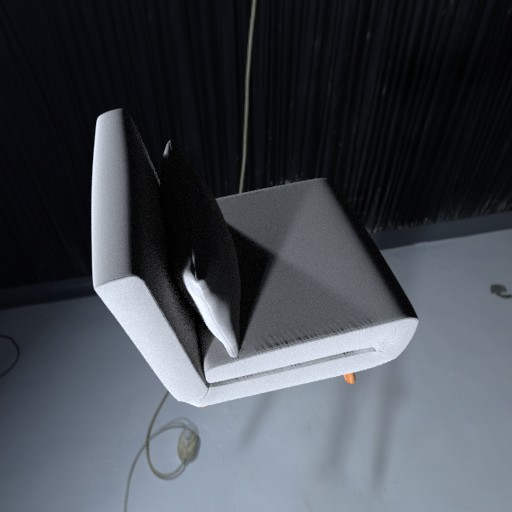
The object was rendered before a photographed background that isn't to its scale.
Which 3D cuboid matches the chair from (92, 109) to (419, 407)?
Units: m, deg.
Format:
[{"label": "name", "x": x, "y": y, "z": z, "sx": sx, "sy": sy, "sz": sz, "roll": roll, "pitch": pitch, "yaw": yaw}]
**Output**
[{"label": "chair", "x": 0.000, "y": 0.000, "z": 1.523, "sx": 0.902, "sy": 0.808, "sz": 0.770, "roll": -10, "pitch": 46, "yaw": -9}]
